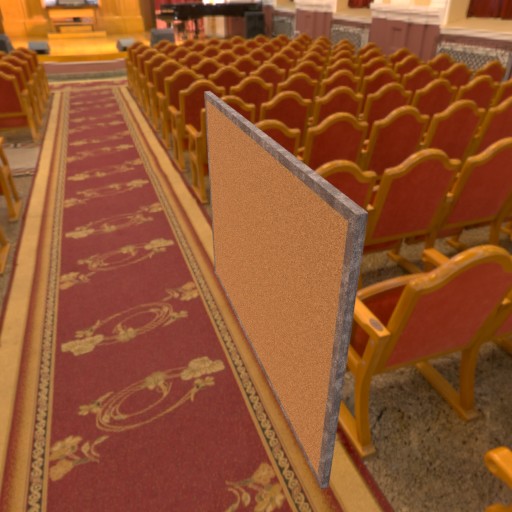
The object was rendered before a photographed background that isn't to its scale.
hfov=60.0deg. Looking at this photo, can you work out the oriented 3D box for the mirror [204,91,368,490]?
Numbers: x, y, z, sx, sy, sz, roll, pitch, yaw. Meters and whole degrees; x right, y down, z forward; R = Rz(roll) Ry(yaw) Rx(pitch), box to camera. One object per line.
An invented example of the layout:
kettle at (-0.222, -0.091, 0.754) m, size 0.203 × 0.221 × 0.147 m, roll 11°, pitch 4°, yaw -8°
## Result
mirror at (0.000, 0.000, 1.401) m, size 0.022 × 0.795 × 1.101 m, roll -10°, pitch 33°, yaw -16°
